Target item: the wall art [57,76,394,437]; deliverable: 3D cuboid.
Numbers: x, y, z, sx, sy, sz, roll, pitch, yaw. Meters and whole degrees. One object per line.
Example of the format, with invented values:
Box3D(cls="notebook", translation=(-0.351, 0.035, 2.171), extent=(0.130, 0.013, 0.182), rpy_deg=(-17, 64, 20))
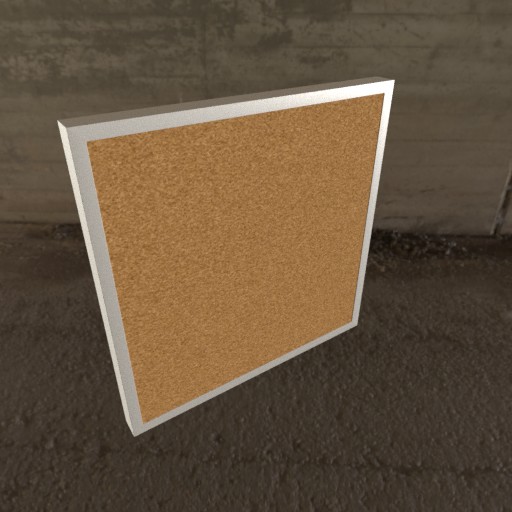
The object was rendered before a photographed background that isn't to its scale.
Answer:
Box3D(cls="wall art", translation=(0.000, 0.000, 0.731), extent=(0.506, 0.505, 0.038), rpy_deg=(-19, 36, -28))
